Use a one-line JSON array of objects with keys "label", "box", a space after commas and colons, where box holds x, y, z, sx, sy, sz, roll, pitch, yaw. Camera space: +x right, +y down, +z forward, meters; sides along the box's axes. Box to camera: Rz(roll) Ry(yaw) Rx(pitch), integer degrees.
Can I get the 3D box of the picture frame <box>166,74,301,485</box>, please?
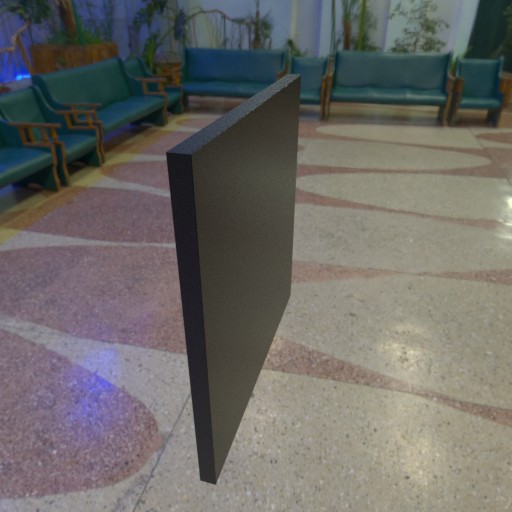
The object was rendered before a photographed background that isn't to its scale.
[{"label": "picture frame", "box": [0.000, 0.000, 0.825, 0.029, 0.557, 0.559, 9, 31, 14]}]
